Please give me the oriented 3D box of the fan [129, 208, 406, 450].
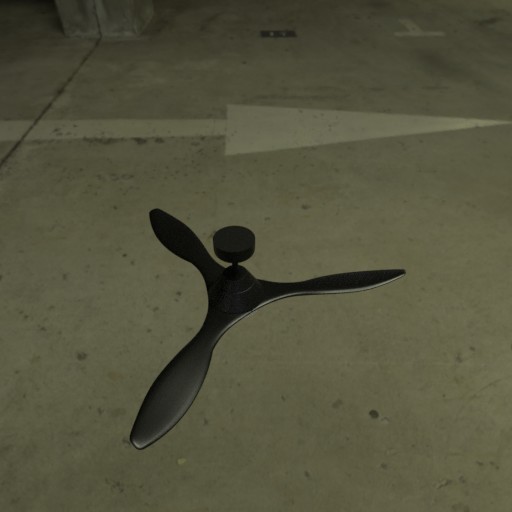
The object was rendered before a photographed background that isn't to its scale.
[{"bbox_3d":[0.000,0.000,1.610,1.067,0.305,1.067,-13,43,-15],"label":"fan"}]
